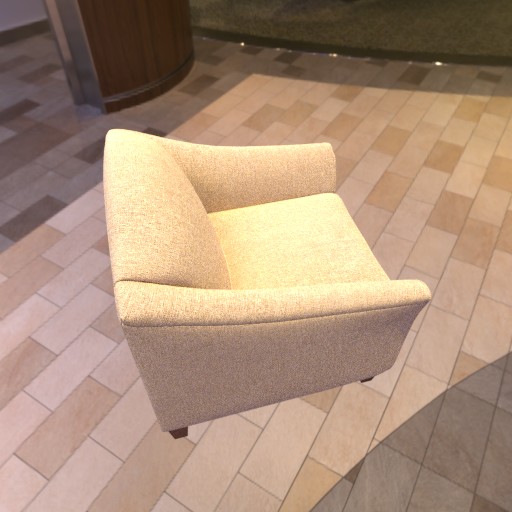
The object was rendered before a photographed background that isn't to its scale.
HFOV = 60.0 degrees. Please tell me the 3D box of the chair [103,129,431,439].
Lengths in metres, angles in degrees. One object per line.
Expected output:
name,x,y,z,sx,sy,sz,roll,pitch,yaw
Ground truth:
chair,0.000,0.000,1.433,0.787,0.839,0.763,-11,48,-10
